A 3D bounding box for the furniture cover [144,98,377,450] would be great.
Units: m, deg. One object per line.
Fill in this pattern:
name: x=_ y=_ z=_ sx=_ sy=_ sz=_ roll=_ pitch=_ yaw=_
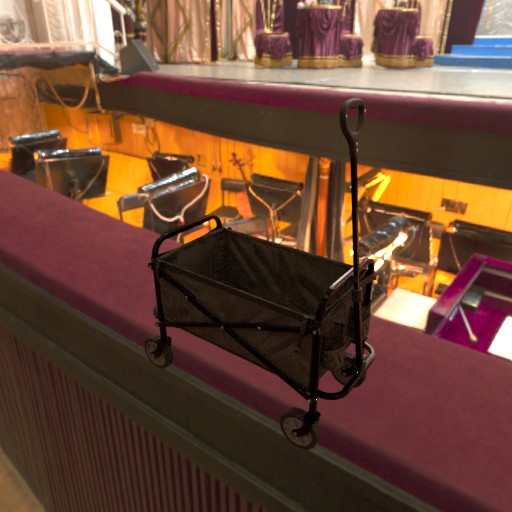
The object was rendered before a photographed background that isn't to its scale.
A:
furniture cover: x=0.000 y=0.000 z=1.849 sx=1.038 sy=1.295 sz=0.532 roll=18 pitch=31 yaw=32
